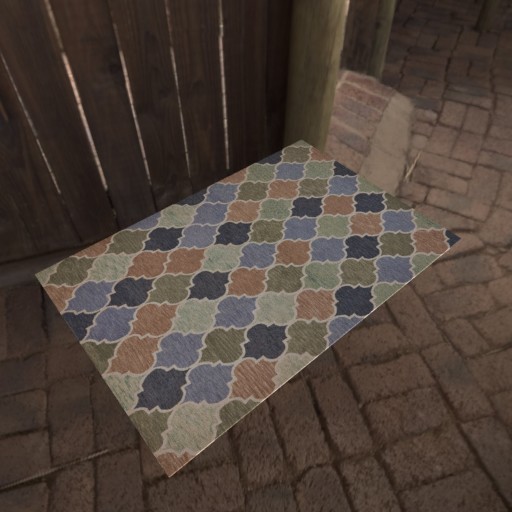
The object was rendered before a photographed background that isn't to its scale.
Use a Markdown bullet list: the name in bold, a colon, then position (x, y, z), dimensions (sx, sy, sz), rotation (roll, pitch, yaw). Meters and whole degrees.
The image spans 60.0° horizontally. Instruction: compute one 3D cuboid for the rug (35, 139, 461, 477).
- **rug**: position (0.000, 0.000, 2.839), dimensions (2.284, 0.006, 1.521), rotation (-32, 55, -26)
